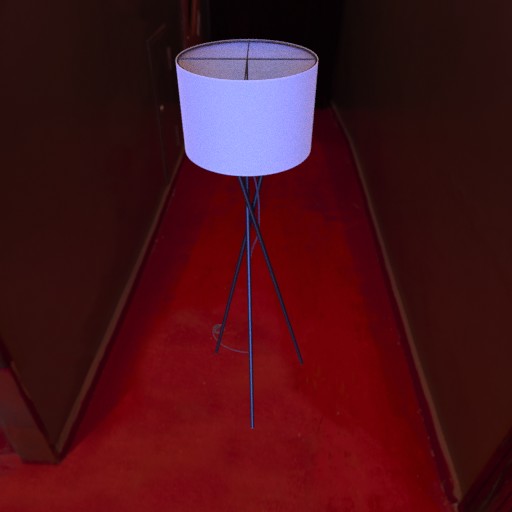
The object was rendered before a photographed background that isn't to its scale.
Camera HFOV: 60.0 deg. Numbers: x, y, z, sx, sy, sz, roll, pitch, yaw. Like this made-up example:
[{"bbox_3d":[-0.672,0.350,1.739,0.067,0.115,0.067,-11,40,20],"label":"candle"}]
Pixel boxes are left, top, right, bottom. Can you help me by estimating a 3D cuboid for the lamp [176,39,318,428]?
[{"bbox_3d":[0.000,0.000,1.890,0.522,1.624,0.667,1,39,1],"label":"lamp"}]
